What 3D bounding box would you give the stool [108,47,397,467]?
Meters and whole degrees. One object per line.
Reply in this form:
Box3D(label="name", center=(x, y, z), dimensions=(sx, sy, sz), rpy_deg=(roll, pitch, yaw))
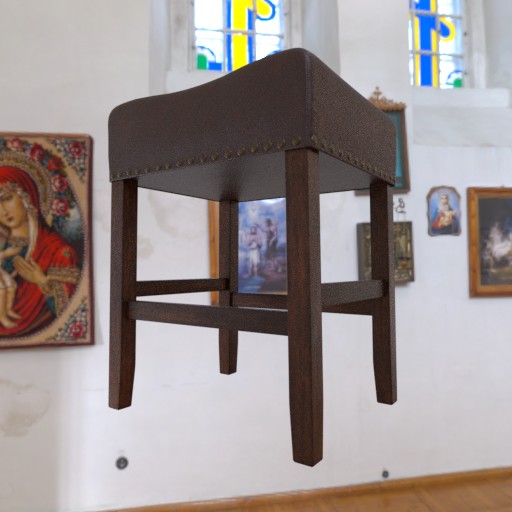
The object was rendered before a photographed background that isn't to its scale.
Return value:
Box3D(label="stool", center=(0.000, 0.000, 0.913), dimensions=(0.465, 0.608, 0.397), rpy_deg=(-1, -2, 35))
